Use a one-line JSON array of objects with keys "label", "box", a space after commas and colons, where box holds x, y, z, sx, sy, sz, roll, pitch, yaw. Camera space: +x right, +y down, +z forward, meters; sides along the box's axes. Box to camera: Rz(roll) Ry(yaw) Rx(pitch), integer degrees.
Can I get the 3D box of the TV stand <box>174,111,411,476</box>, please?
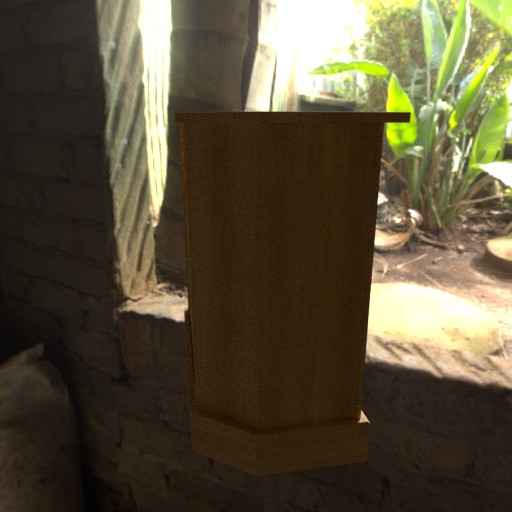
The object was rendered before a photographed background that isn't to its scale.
[{"label": "TV stand", "box": [0.000, 0.000, 1.292, 0.425, 0.781, 0.851, -3, 17, -10]}]
